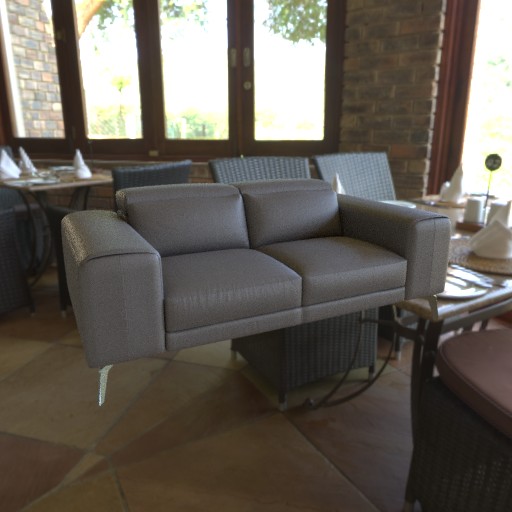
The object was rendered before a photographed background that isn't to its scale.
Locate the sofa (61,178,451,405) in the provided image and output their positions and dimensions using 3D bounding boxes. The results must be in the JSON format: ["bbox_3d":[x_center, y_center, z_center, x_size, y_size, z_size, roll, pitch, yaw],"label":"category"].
[{"bbox_3d":[0.000,0.000,2.481,1.930,0.753,1.024,-8,18,-25],"label":"sofa"}]
